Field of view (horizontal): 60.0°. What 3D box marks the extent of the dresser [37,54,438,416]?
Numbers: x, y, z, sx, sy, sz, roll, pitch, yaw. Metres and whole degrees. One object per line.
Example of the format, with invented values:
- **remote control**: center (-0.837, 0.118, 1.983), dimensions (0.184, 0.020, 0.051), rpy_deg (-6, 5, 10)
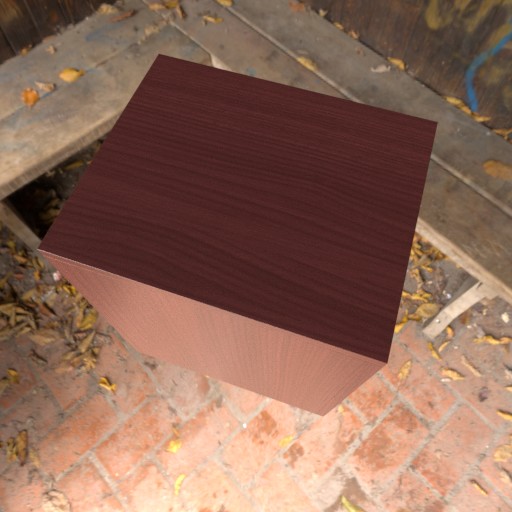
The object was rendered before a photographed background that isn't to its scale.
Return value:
- **dresser**: center (0.000, 0.000, 0.757), dimensions (0.400, 0.470, 0.360), rpy_deg (17, 65, 8)
